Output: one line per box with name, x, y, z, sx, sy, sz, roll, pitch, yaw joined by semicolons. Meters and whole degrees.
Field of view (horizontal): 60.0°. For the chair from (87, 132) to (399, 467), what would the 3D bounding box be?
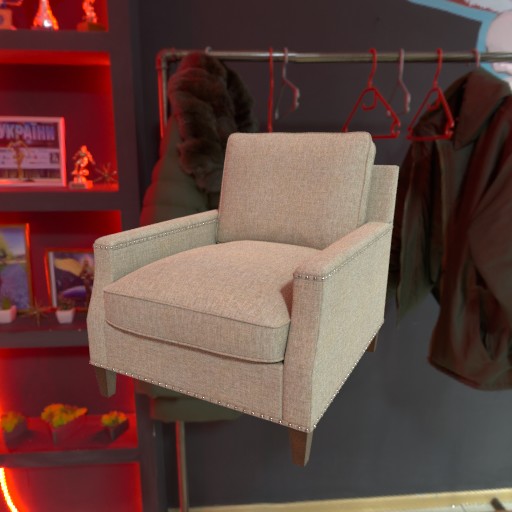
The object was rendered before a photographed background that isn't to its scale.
chair;0.000;0.000;1.720;0.853;0.943;1.014;7;16;27
